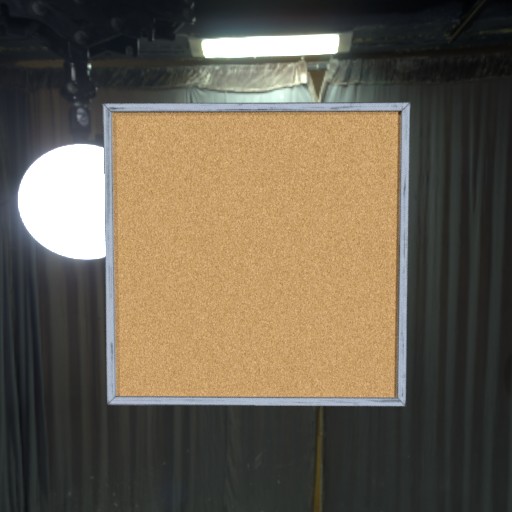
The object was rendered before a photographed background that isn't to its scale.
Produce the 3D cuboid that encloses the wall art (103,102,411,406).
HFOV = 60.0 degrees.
[{"bbox_3d":[0.000,0.000,0.758,0.506,0.506,0.038,0,3,1],"label":"wall art"}]
